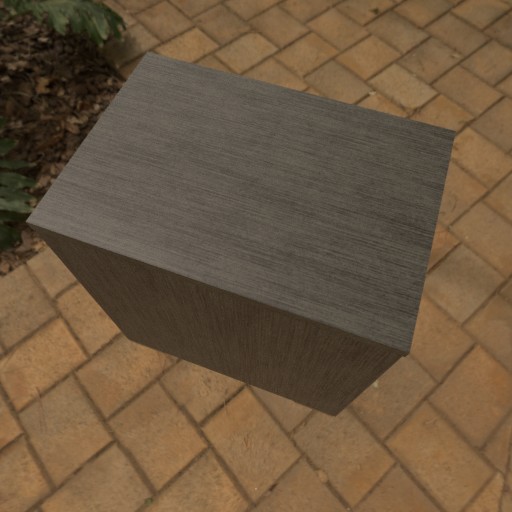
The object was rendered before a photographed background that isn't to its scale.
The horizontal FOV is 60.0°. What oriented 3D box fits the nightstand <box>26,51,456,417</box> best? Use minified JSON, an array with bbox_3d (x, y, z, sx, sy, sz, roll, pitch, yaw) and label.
[{"bbox_3d":[0.000,0.000,0.746,0.441,0.460,0.325,18,64,9],"label":"nightstand"}]
